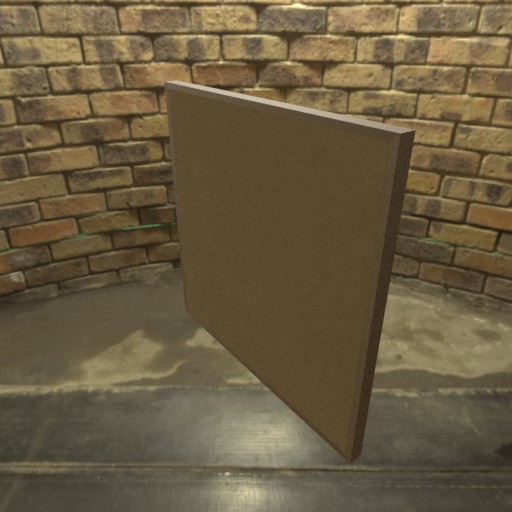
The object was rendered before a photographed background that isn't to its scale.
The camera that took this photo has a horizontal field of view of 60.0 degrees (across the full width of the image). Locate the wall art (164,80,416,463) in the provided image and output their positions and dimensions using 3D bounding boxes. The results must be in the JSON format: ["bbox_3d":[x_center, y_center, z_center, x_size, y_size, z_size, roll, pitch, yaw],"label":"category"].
[{"bbox_3d":[0.000,0.000,1.123,0.038,0.758,0.761,-20,34,-33],"label":"wall art"}]
